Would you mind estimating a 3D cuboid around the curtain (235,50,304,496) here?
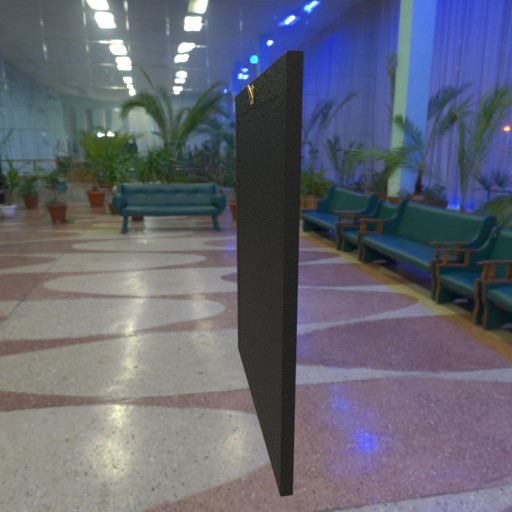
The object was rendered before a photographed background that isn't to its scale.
[{"bbox_3d":[0.000,0.000,0.790,0.027,0.585,0.483,-2,14,-9],"label":"curtain"}]
